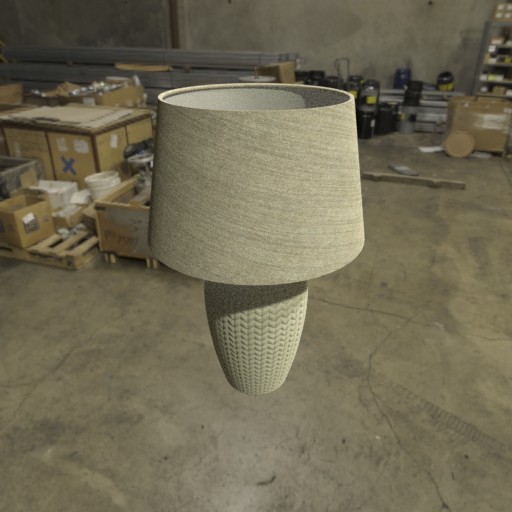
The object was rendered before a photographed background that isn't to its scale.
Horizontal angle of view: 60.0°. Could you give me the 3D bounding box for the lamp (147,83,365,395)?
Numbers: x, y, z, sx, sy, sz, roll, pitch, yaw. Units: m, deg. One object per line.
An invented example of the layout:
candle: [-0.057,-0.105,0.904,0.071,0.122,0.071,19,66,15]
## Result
lamp: [0.000,0.000,0.839,0.390,0.580,0.390,0,28,0]
